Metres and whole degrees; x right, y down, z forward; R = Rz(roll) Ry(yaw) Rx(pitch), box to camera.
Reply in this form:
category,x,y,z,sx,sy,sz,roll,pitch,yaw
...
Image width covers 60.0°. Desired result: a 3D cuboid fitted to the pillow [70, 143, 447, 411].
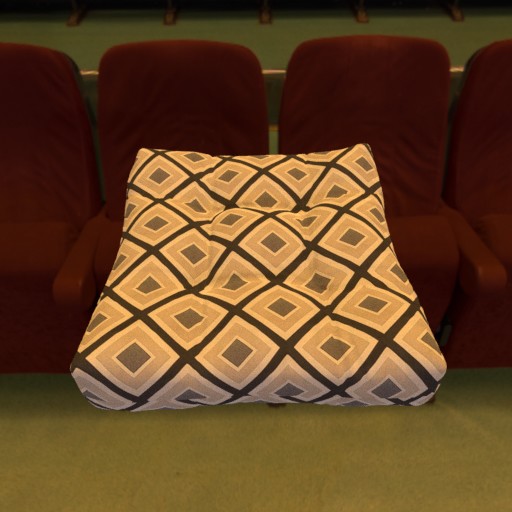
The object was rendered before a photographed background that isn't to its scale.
category,x,y,z,sx,sy,sz,roll,pitch,yaw
pillow,0.000,0.000,0.713,0.468,0.128,0.490,-1,46,-1
